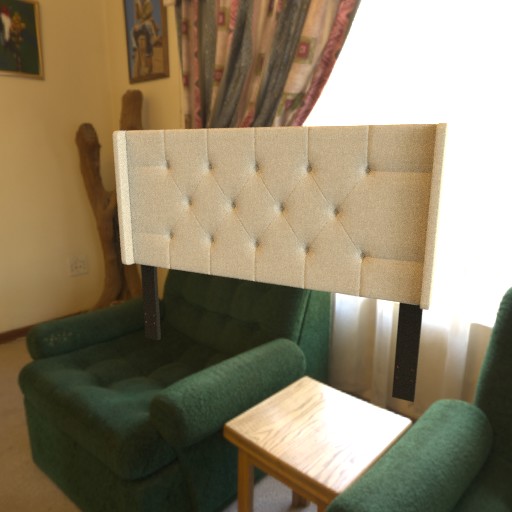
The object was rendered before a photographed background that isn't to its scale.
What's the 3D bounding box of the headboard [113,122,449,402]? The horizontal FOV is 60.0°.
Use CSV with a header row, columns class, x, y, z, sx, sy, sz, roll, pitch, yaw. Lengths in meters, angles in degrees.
class,x,y,z,sx,sy,sz,roll,pitch,yaw
headboard,0.000,0.000,2.733,2.051,1.524,0.184,7,15,26
